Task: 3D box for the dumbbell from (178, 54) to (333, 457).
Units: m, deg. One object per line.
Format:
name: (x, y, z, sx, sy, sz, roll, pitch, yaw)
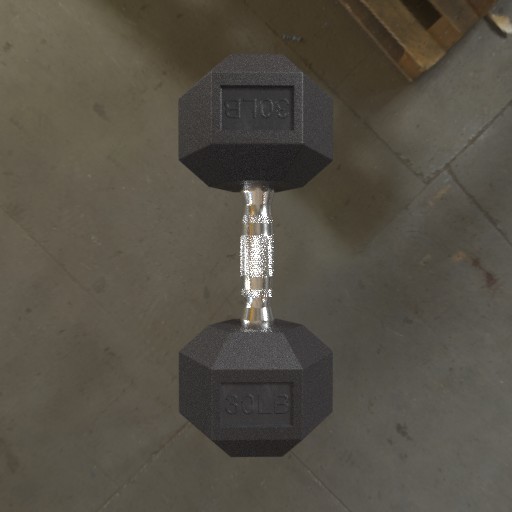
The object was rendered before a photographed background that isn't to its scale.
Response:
dumbbell: (0.000, 0.000, 0.408, 0.142, 0.123, 0.337, 0, 91, -1)
